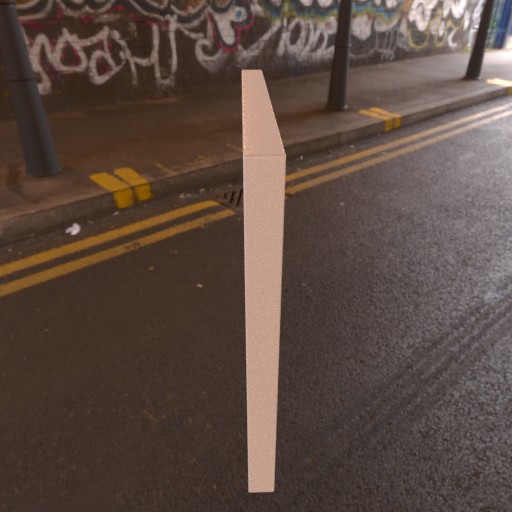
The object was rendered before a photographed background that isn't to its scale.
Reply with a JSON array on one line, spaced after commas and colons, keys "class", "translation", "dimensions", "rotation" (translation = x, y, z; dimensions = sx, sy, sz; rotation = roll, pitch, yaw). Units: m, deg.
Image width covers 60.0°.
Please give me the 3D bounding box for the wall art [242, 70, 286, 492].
[{"class": "wall art", "translation": [0.000, 0.000, 0.739], "dimensions": [0.038, 0.508, 0.508], "rotation": [-1, 31, -2]}]
